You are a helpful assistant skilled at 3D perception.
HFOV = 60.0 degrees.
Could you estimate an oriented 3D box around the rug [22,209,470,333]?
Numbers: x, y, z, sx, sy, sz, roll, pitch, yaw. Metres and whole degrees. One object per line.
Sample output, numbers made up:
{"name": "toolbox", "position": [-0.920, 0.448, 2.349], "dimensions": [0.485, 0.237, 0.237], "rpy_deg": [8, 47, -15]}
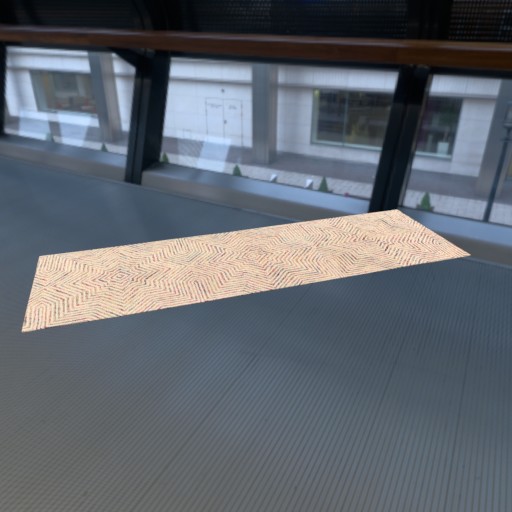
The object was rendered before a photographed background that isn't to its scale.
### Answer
{"name": "rug", "position": [0.000, 0.000, 2.625], "dimensions": [2.443, 0.009, 0.771], "rpy_deg": [-9, 29, -16]}
